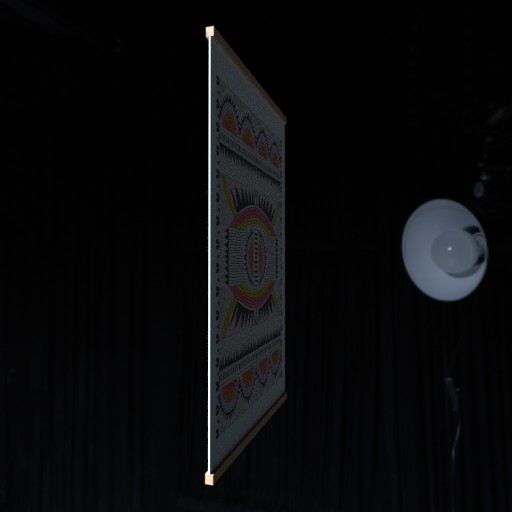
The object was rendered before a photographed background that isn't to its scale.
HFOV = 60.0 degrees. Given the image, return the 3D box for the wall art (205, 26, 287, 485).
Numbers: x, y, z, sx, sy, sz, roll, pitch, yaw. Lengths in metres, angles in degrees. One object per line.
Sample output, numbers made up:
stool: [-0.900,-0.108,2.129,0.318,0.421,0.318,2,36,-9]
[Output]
wall art: [0.000,0.000,1.958,0.028,1.533,0.999,0,-1,18]
